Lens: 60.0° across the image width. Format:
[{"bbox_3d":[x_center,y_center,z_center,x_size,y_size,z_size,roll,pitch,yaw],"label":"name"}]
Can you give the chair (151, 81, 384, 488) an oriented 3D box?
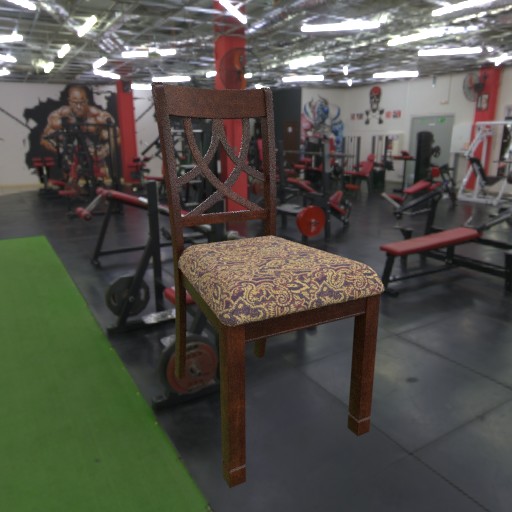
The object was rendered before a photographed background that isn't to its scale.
[{"bbox_3d":[0.000,0.000,1.269,0.457,0.965,0.584,-8,18,-27],"label":"chair"}]
